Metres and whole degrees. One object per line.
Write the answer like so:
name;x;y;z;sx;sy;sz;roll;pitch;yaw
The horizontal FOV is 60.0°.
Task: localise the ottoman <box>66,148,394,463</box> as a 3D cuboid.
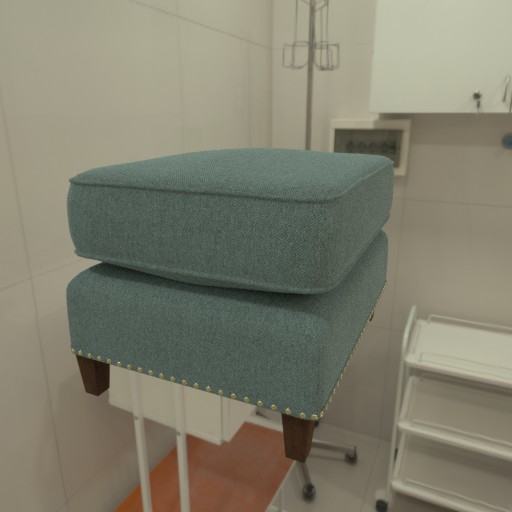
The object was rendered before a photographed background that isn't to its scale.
ottoman;0.000;0.000;1.135;0.589;0.537;0.738;8;19;23
